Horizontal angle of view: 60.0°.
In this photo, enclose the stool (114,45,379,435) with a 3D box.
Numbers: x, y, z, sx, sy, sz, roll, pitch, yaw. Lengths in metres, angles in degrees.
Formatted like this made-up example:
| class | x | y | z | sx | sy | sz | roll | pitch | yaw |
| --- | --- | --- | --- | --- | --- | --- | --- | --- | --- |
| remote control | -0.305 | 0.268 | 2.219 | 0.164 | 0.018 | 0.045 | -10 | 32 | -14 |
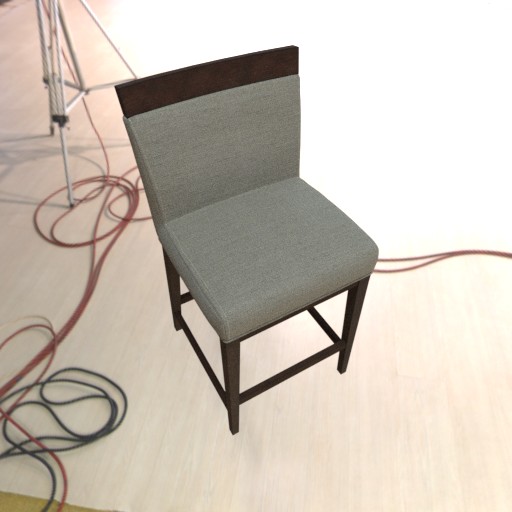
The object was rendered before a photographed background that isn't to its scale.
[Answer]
| class | x | y | z | sx | sy | sz | roll | pitch | yaw |
| --- | --- | --- | --- | --- | --- | --- | --- | --- | --- |
| stool | 0.000 | 0.000 | 1.354 | 0.512 | 1.009 | 0.531 | -22 | 50 | -20 |
